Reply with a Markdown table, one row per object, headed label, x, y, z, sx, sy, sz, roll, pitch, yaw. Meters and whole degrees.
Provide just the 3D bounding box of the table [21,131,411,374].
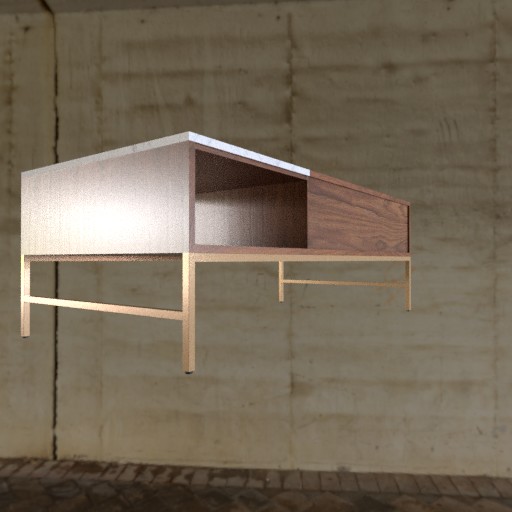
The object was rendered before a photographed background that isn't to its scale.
| label | x | y | z | sx | sy | sz | roll | pitch | yaw |
| --- | --- | --- | --- | --- | --- | --- | --- | --- | --- |
| table | 0.000 | 0.000 | 1.859 | 0.789 | 0.551 | 1.553 | 0 | -1 | 37 |
